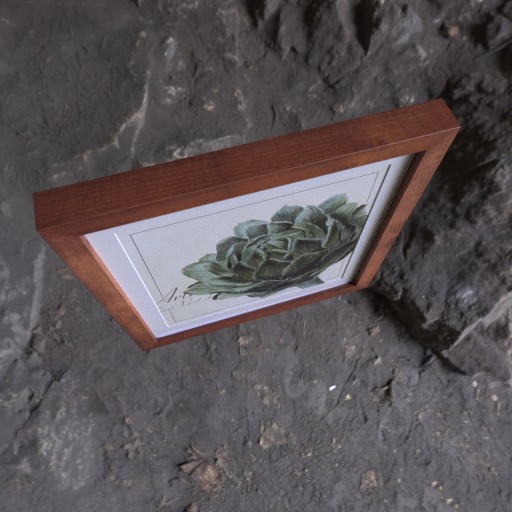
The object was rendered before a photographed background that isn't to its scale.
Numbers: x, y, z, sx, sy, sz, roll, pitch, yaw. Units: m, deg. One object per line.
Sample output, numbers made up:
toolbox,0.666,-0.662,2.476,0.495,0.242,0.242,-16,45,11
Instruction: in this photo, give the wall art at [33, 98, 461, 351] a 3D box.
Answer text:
wall art,0.000,0.000,0.567,0.386,0.385,0.038,-15,64,-7
